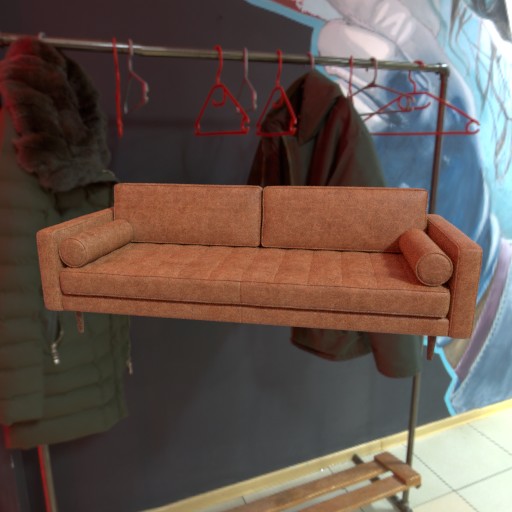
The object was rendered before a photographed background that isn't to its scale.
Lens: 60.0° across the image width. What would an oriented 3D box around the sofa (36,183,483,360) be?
[{"bbox_3d":[0.000,0.000,2.577,2.200,0.770,0.919,3,15,10],"label":"sofa"}]
